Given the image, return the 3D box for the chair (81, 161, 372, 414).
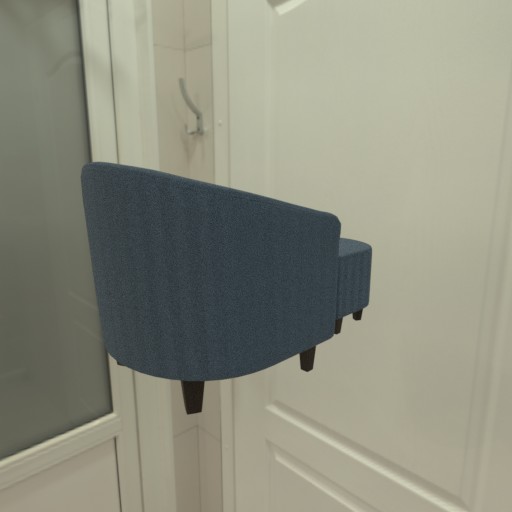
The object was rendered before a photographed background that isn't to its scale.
[{"bbox_3d":[0.000,0.000,1.770,1.288,0.757,0.756,-13,18,-42],"label":"chair"}]
